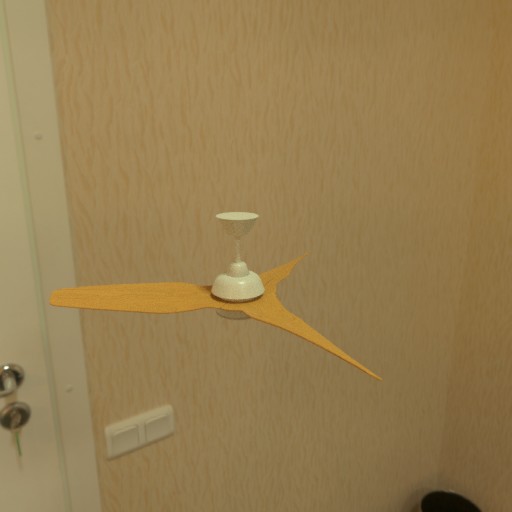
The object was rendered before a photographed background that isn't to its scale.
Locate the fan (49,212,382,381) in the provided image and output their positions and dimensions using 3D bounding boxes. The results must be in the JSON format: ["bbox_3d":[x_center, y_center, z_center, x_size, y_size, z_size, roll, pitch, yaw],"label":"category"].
[{"bbox_3d":[0.000,0.000,1.664,1.142,0.355,1.010,8,17,26],"label":"fan"}]
